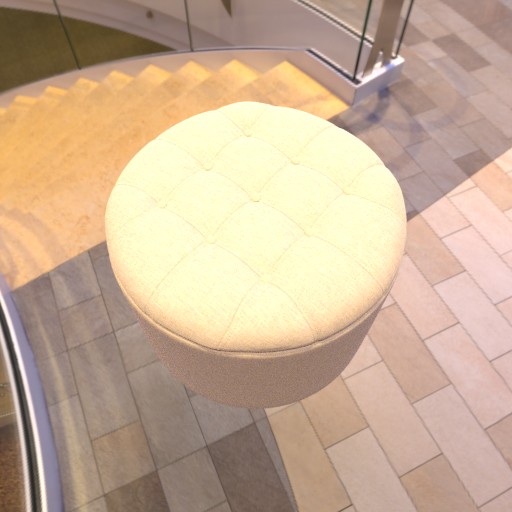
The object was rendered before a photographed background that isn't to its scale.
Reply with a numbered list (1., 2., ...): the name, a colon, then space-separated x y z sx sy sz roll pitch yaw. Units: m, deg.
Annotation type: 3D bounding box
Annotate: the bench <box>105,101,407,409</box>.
1. bench: 0.000 0.000 1.031 0.600 0.454 0.600 0 57 0
